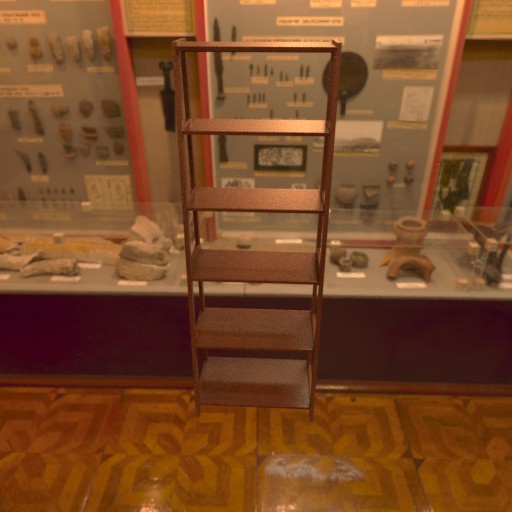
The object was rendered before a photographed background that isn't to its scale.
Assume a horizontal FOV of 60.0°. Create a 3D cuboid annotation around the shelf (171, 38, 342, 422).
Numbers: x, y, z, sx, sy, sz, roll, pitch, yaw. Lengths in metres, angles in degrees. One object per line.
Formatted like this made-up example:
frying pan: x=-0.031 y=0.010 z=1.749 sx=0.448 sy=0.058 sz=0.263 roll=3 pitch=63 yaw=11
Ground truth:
shelf: x=0.000 y=0.000 z=2.171 sx=0.660 sy=1.892 sz=0.382 roll=1 pitch=30 yaw=3
